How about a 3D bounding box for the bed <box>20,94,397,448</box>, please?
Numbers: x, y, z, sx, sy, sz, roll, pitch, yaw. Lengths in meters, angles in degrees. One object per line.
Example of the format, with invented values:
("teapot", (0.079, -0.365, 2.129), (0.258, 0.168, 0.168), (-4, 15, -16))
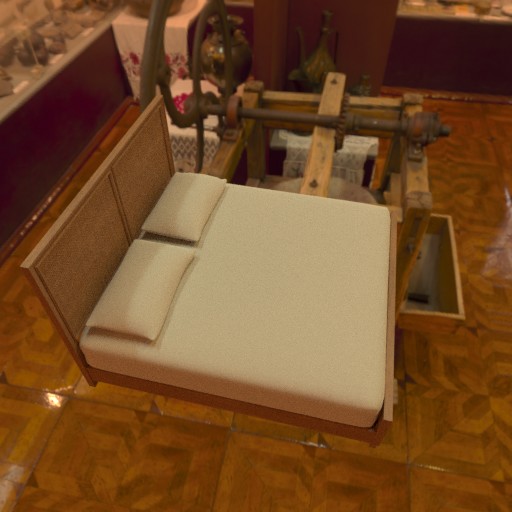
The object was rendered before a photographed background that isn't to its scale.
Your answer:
("bed", (0.000, 0.000, 3.423), (2.184, 1.387, 2.003), (10, 48, 9))
